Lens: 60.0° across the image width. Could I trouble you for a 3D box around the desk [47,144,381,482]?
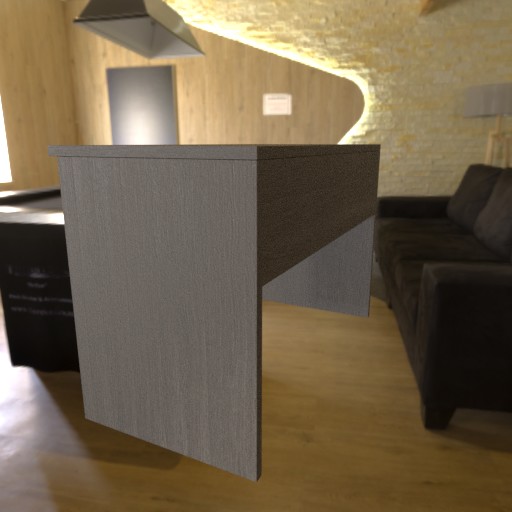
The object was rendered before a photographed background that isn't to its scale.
[{"bbox_3d":[0.000,0.000,1.497,0.557,0.729,1.099,7,16,26],"label":"desk"}]
